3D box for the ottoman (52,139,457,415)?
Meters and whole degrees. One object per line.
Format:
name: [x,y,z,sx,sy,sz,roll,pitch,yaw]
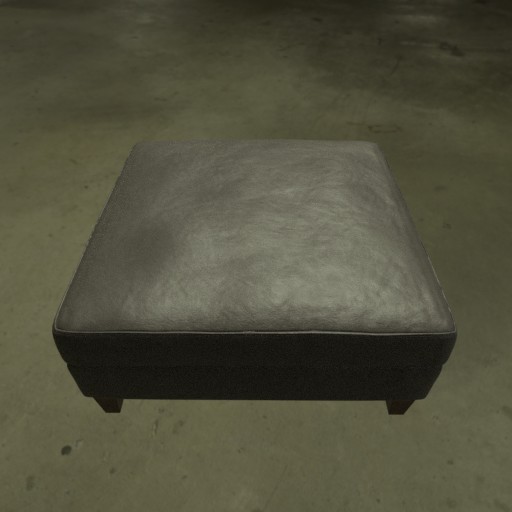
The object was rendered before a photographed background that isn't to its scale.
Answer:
ottoman: [0.000,0.000,1.272,0.844,0.415,0.836,0,41,0]
